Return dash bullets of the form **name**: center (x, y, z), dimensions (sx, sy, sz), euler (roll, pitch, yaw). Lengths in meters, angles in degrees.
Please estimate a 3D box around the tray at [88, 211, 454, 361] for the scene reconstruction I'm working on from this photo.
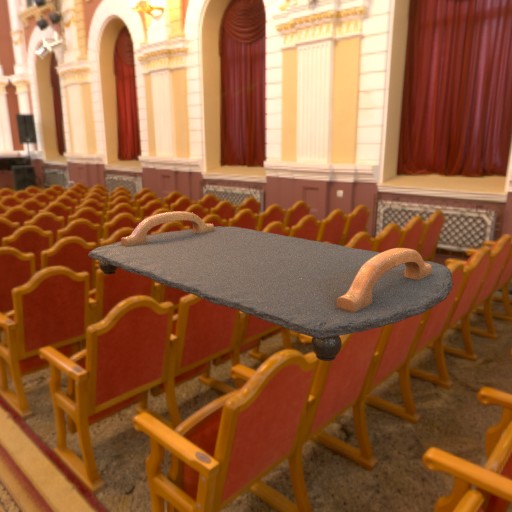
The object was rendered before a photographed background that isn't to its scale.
- **tray**: center (0.000, 0.000, 0.475), dimensions (0.387, 0.062, 0.231), euler (13, 19, 42)
